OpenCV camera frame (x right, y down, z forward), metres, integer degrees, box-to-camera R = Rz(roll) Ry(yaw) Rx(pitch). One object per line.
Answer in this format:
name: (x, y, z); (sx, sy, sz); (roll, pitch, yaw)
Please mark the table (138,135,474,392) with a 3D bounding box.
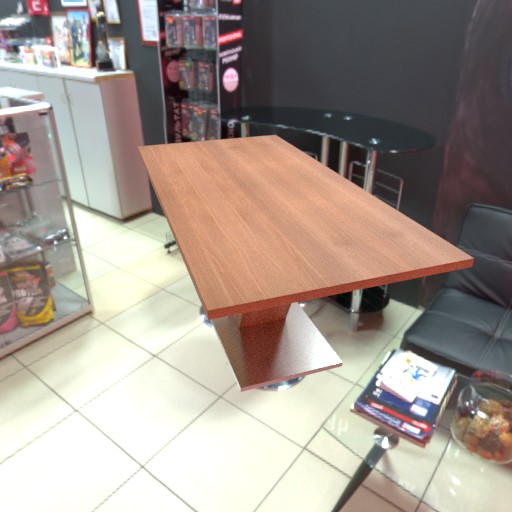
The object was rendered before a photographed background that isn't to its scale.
table: (0.000, 0.000, 2.257); (0.900, 0.750, 1.800); (-9, 30, -17)
